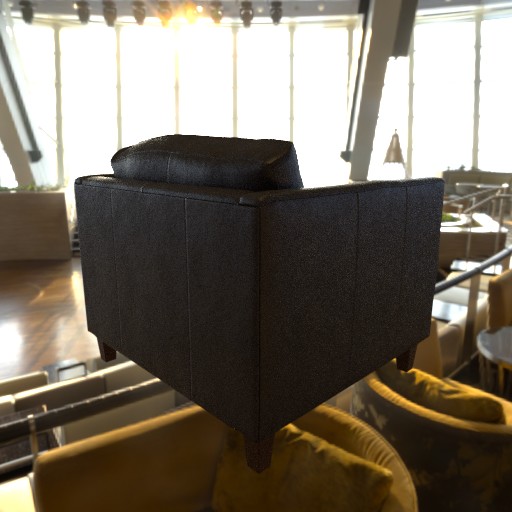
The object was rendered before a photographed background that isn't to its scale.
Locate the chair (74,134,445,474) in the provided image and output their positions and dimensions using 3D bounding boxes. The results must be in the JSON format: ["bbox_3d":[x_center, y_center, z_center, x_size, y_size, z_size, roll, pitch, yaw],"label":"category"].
[{"bbox_3d":[0.000,0.000,1.537,0.862,0.811,0.939,-13,18,-42],"label":"chair"}]
